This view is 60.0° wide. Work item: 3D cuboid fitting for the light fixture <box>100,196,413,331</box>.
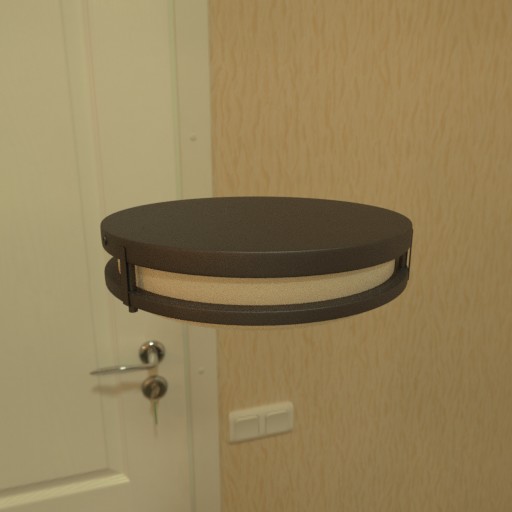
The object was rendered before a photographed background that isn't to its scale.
[{"bbox_3d":[0.000,0.000,0.543,0.356,0.102,0.356,0,15,0],"label":"light fixture"}]
